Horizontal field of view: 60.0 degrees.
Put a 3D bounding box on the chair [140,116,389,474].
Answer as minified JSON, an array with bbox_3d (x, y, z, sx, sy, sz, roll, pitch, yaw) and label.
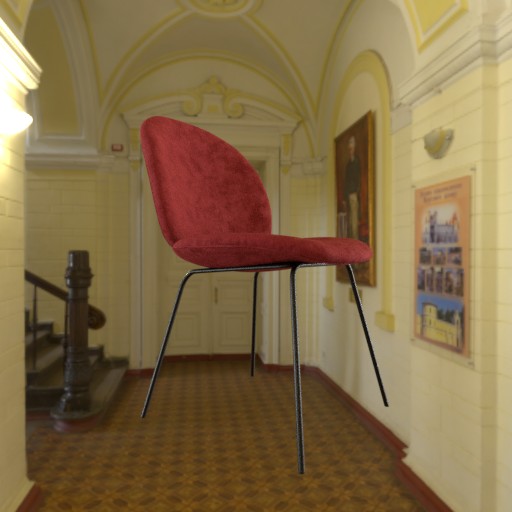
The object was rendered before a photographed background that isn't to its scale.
[{"bbox_3d":[0.000,0.000,1.151,0.587,0.791,0.458,1,1,37],"label":"chair"}]
